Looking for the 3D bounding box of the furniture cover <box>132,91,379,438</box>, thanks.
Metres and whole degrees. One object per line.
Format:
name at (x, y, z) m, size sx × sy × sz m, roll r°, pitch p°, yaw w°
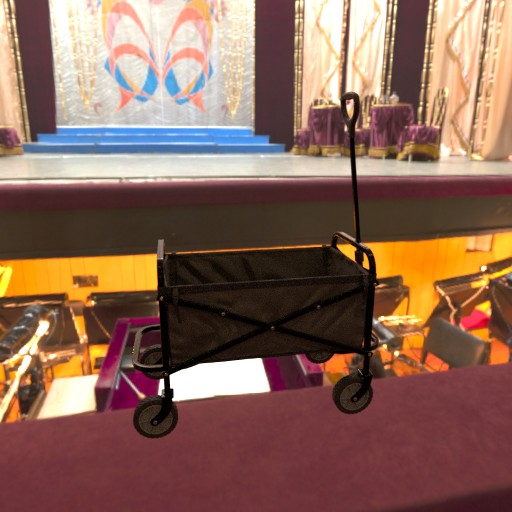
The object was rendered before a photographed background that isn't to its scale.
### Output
furniture cover at (0.000, 0.000, 1.840) m, size 1.038 × 1.295 × 0.532 m, roll -3°, pitch 16°, yaw -10°
